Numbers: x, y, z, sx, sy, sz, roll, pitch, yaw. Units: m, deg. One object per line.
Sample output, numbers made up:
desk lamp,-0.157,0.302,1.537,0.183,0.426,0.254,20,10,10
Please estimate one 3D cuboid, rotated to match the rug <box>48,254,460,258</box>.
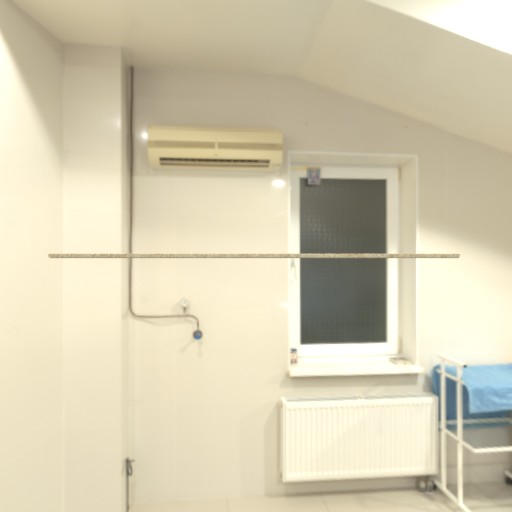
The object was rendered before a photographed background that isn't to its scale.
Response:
rug,0.000,0.000,4.036,2.401,0.025,3.001,0,0,0
